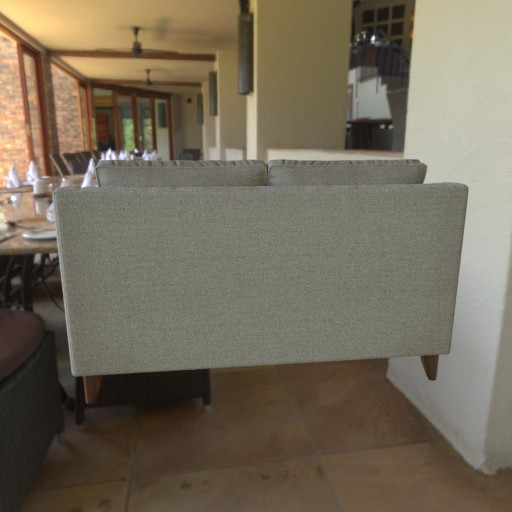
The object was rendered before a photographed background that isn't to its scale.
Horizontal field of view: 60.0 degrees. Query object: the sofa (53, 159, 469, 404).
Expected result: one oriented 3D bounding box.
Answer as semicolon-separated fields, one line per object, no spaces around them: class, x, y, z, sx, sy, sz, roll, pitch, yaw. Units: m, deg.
sofa;0.000;0.000;1.988;1.422;0.863;0.915;-2;14;-7
